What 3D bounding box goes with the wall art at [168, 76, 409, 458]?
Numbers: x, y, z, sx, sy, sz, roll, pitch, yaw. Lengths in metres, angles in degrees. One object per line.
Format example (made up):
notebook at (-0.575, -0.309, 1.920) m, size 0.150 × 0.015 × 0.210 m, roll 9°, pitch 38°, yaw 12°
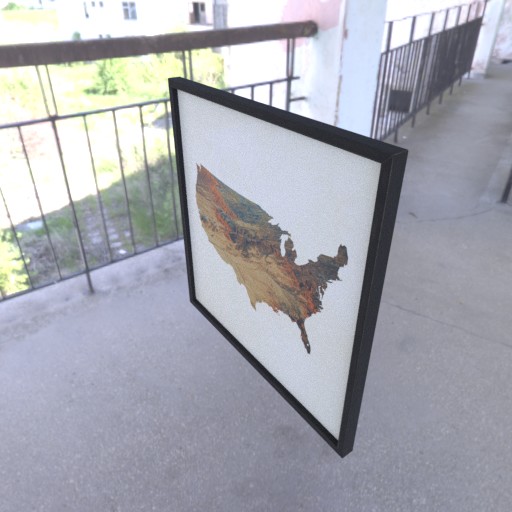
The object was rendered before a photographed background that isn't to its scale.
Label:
wall art at (0.000, 0.000, 0.456) m, size 0.015 × 0.303 × 0.304 m, roll -21°, pitch 38°, yaw -30°
